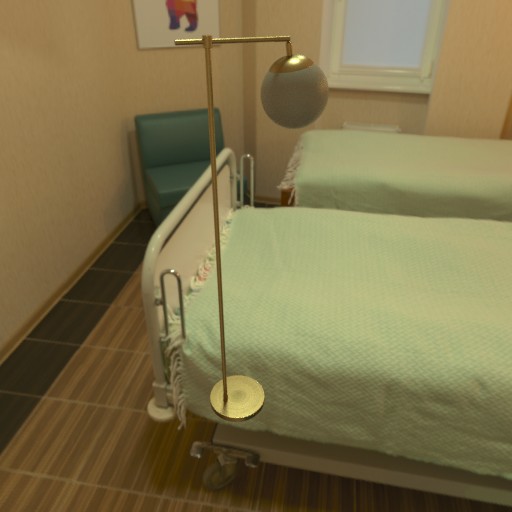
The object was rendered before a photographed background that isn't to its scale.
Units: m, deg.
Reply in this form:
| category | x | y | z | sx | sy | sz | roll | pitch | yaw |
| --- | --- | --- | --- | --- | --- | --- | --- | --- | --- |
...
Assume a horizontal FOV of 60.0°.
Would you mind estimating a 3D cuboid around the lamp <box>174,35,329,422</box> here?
| category | x | y | z | sx | sy | sz | roll | pitch | yaw |
| --- | --- | --- | --- | --- | --- | --- | --- | --- | --- |
| lamp | 0.000 | 0.000 | 1.674 | 0.476 | 1.505 | 0.249 | -10 | 33 | -16 |
